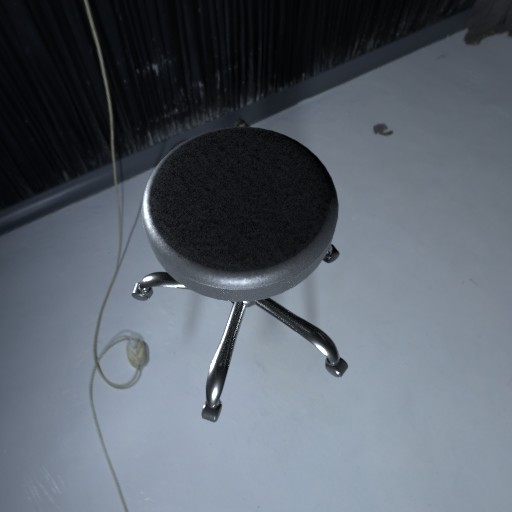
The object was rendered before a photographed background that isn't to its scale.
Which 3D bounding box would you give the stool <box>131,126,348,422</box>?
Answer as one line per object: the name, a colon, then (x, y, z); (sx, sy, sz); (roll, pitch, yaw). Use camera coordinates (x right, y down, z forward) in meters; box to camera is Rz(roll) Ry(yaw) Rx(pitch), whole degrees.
stool: (0.000, 0.000, 1.149); (0.638, 0.576, 0.673); (-29, 64, -16)
